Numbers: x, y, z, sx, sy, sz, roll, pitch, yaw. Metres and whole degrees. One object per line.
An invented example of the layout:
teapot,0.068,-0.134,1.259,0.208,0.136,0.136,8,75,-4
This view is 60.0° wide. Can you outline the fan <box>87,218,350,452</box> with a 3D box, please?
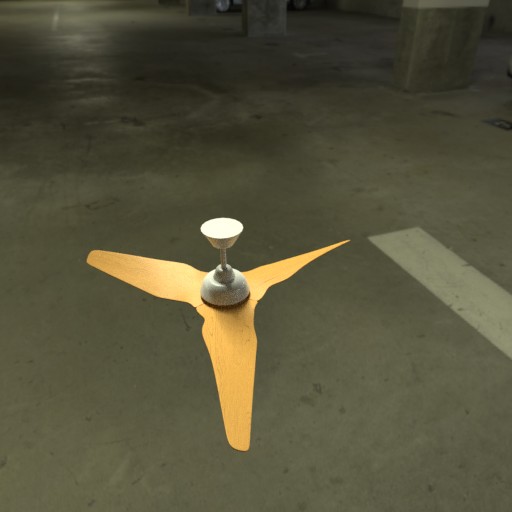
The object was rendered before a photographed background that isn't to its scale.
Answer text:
fan,0.000,0.000,1.692,1.010,0.355,1.142,-23,39,-31
